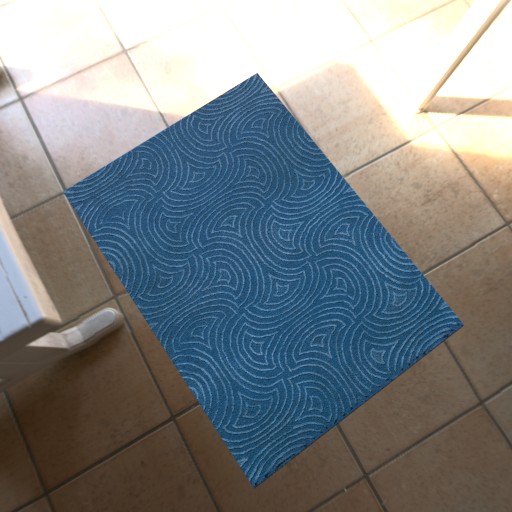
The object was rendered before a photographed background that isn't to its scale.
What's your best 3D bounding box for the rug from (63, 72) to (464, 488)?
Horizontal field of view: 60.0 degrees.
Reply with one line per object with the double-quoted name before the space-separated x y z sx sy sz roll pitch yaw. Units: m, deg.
"rug" 0.000 0.000 2.763 1.543 0.015 2.144 -34 78 -8
